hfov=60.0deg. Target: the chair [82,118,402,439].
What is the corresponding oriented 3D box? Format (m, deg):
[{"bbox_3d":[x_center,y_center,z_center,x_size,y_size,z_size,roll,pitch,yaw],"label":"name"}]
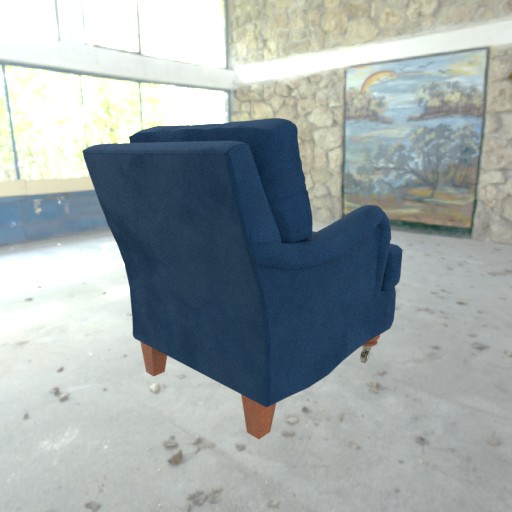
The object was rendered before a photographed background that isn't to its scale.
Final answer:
[{"bbox_3d":[0.000,0.000,1.899,0.895,1.076,1.078,12,18,42],"label":"chair"}]
